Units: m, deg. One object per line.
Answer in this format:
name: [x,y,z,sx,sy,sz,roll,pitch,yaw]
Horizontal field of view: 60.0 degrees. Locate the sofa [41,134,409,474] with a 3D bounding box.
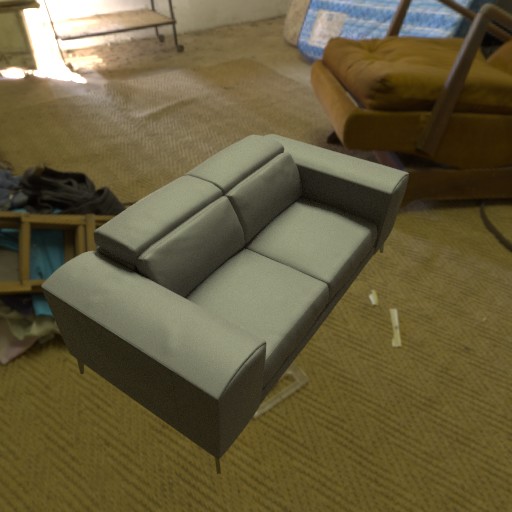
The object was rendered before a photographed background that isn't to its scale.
sofa: [0.000,0.000,2.437,1.003,0.779,1.895,24,45,26]
